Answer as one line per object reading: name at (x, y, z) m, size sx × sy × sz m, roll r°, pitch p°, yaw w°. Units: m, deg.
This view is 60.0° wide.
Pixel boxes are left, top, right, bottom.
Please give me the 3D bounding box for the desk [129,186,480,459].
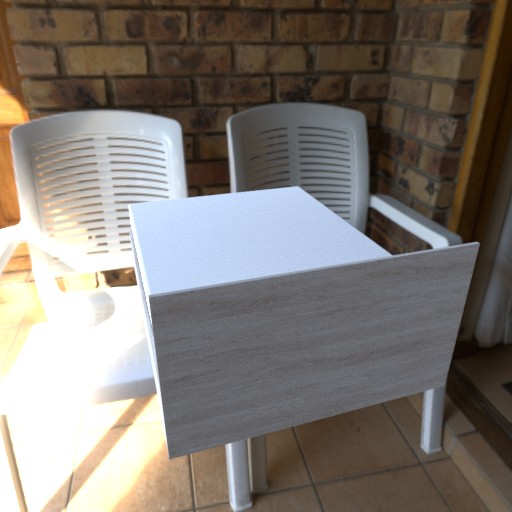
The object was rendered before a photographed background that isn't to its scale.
desk at (0.000, 0.000, 2.693) m, size 1.400 × 0.800 × 1.900 m, roll -8°, pitch 28°, yaw -16°
